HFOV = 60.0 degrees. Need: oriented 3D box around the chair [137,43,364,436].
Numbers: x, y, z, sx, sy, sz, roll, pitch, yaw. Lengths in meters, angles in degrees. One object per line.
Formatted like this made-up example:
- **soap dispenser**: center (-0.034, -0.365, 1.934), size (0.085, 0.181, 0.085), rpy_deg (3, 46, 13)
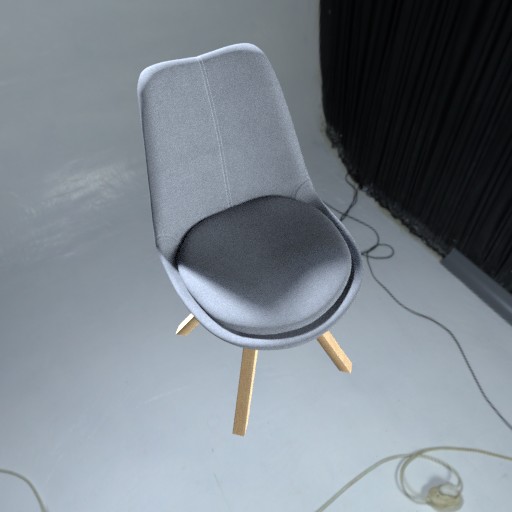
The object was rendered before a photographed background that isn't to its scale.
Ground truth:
- **chair**: center (0.000, 0.000, 1.167), size (0.474, 0.863, 0.549), rpy_deg (-24, 52, -20)
